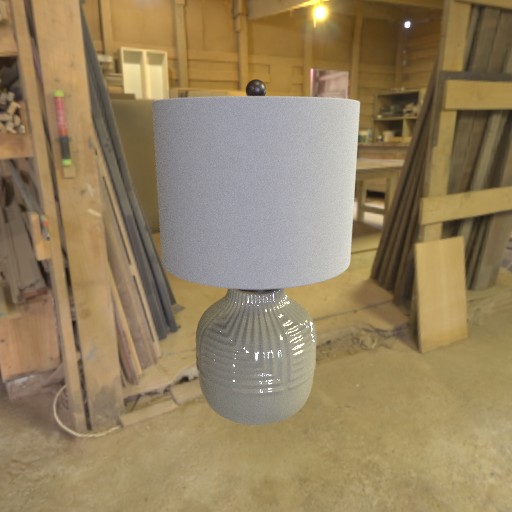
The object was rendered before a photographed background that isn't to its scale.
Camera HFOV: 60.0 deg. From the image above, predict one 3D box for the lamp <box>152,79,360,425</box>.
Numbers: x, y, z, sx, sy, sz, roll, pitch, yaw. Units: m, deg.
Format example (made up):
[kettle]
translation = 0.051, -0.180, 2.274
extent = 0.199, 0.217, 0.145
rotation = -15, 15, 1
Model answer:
[lamp]
translation = 0.000, 0.000, 0.763
extent = 0.318, 0.567, 0.318
rotation = 0, 16, 0
